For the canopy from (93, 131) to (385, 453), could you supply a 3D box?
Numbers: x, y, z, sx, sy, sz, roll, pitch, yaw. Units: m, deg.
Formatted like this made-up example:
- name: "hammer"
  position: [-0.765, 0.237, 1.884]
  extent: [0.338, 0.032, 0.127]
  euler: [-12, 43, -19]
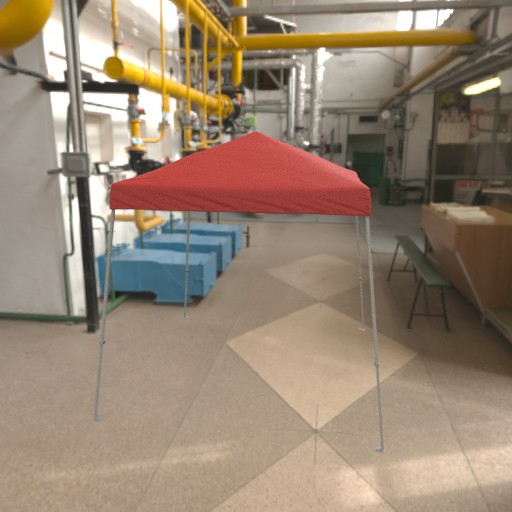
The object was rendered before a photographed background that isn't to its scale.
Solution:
- name: "canopy"
  position: [0.000, 0.000, 6.644]
  extent: [3.600, 3.600, 3.599]
  euler: [2, 14, 9]
